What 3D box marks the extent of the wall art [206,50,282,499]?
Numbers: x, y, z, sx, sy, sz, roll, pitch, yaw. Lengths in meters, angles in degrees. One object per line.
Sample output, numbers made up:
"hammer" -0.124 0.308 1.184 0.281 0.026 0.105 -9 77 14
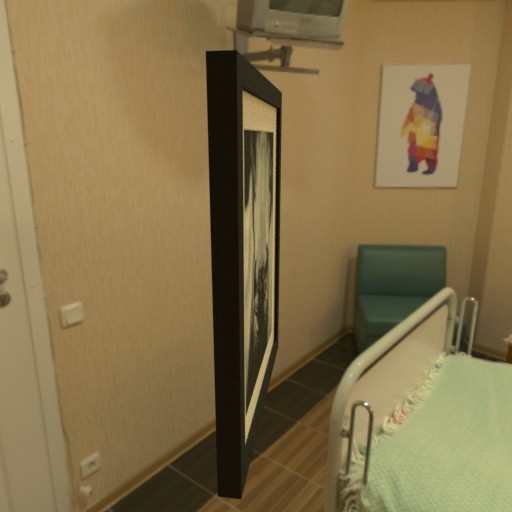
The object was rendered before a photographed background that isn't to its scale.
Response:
"wall art" 0.000 0.000 0.746 0.033 0.559 0.457 2 15 9
